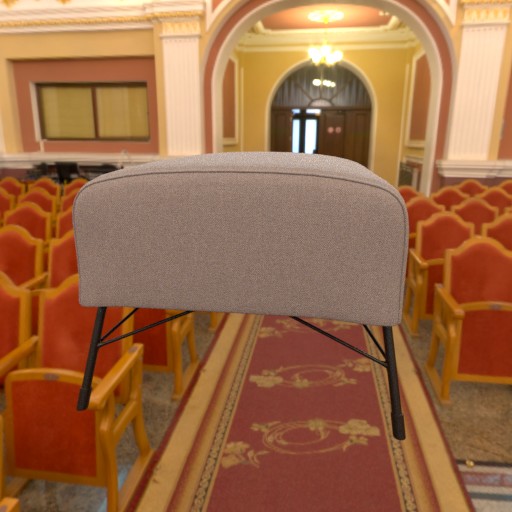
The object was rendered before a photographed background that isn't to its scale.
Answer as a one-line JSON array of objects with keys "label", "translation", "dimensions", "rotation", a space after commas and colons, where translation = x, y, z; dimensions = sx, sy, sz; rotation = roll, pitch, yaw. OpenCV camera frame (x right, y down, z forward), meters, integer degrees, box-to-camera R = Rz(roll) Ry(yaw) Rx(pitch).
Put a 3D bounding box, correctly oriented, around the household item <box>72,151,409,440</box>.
[{"label": "household item", "translation": [0.000, 0.000, 0.896], "dimensions": [0.530, 0.410, 0.530], "rotation": [2, 15, 8]}]
